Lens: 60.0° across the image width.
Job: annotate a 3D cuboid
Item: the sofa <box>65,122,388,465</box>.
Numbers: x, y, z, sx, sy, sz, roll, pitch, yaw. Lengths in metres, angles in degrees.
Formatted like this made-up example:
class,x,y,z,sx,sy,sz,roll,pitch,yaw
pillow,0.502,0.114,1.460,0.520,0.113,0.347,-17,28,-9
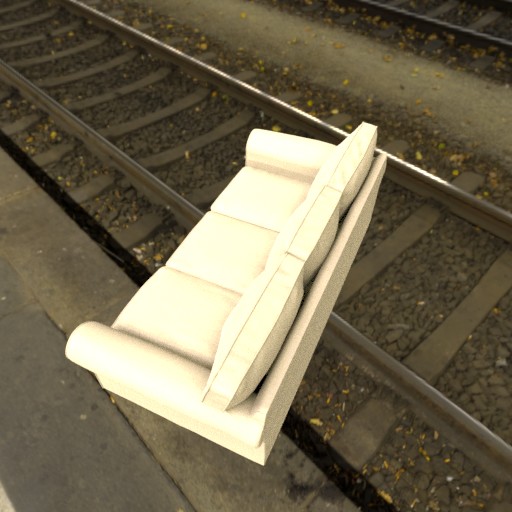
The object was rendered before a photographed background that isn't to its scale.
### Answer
class,x,y,z,sx,sy,sz,roll,pitch,yaw
sofa,0.000,0.000,2.630,0.998,0.889,2.118,19,49,17
